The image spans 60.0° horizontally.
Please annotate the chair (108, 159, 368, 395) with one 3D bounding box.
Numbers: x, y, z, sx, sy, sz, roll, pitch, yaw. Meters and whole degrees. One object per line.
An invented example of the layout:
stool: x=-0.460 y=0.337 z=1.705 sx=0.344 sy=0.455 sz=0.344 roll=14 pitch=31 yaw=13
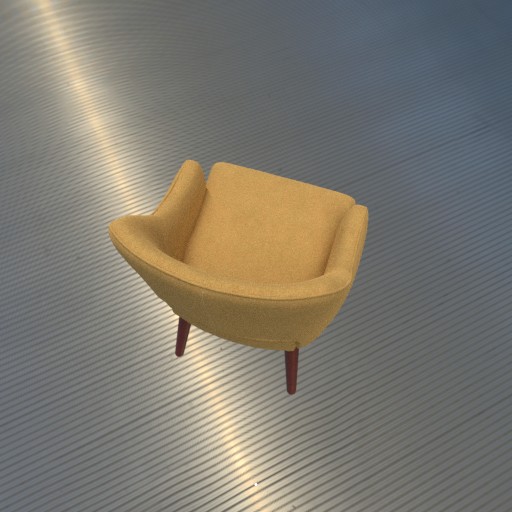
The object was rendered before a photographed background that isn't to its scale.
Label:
chair: x=0.000 y=0.000 z=1.244 sx=0.548 sy=0.849 sz=0.605 roll=16 pitch=64 yaw=8
